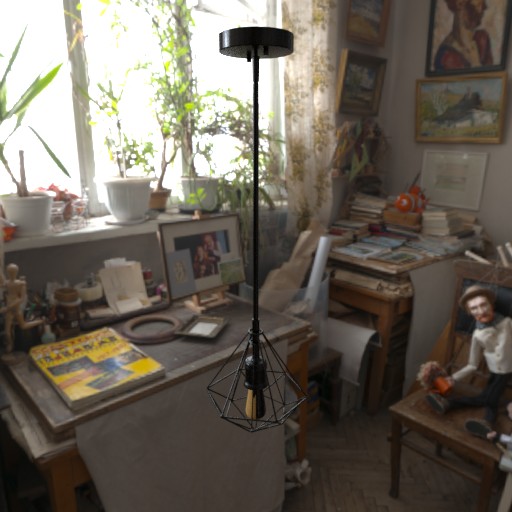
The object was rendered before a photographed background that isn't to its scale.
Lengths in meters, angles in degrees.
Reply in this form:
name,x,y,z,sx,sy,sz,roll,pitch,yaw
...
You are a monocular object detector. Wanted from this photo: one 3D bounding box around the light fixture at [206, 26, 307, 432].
name,x,y,z,sx,sy,sz,roll,pitch,yaw
light fixture,0.000,0.000,1.941,0.487,1.764,0.431,2,15,8
